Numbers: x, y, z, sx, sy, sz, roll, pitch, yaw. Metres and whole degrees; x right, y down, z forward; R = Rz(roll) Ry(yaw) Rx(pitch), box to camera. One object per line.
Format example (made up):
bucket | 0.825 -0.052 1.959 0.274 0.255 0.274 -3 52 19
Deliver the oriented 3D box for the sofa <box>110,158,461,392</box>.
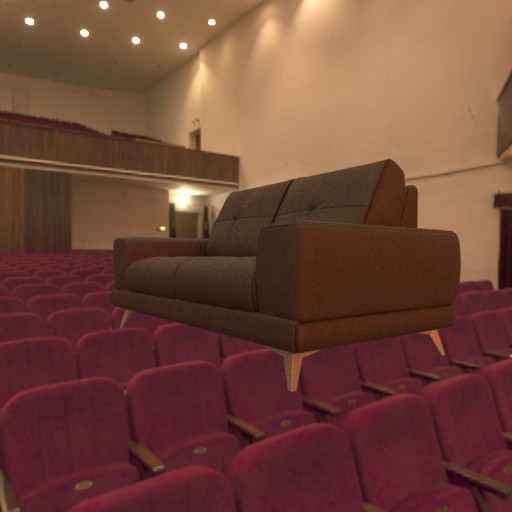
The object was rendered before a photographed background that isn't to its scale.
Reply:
sofa | 0.000 0.000 2.401 1.018 0.907 1.806 0 0 -37
